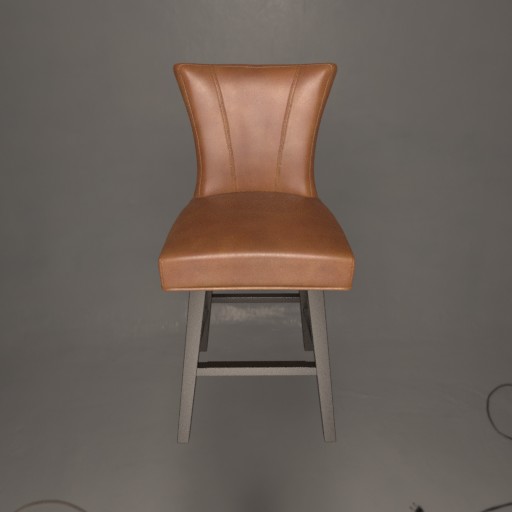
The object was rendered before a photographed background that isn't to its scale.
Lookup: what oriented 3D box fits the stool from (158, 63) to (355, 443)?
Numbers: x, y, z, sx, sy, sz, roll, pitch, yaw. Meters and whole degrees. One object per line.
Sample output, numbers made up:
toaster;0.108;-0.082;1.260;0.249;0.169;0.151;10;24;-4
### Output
stool;0.000;0.000;1.425;0.522;1.094;0.585;0;30;0
